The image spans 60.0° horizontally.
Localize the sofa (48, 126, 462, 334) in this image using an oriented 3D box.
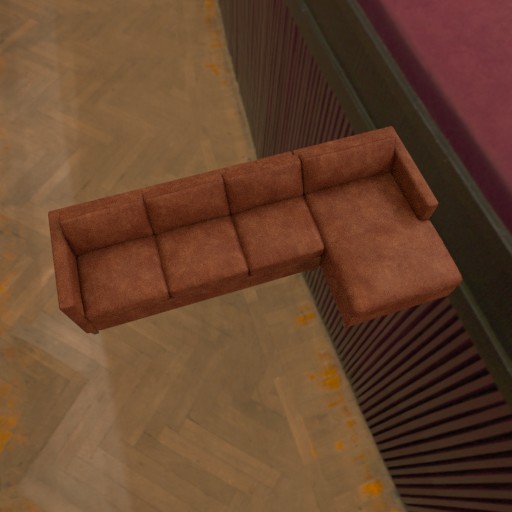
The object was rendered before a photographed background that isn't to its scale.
[{"bbox_3d":[0.000,0.000,3.883,3.203,0.883,1.581,-16,64,-8],"label":"sofa"}]
